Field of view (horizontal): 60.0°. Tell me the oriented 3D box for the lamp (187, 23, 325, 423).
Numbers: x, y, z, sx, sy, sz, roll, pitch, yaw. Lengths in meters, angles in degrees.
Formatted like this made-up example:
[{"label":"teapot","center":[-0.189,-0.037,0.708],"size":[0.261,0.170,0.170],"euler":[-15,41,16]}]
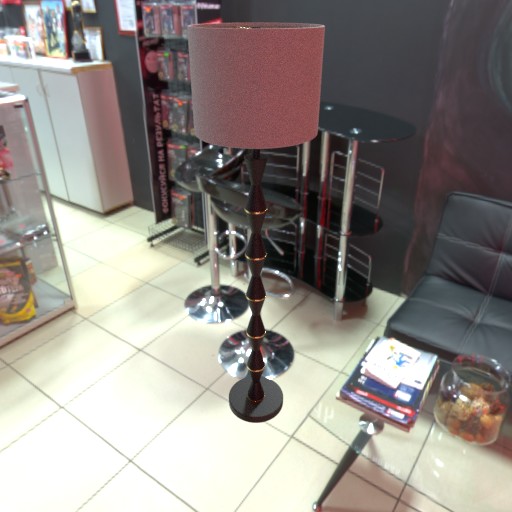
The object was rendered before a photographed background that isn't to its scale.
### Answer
[{"label":"lamp","center":[0.000,0.000,1.601],"size":[0.381,1.480,0.381],"euler":[-11,32,-19]}]
